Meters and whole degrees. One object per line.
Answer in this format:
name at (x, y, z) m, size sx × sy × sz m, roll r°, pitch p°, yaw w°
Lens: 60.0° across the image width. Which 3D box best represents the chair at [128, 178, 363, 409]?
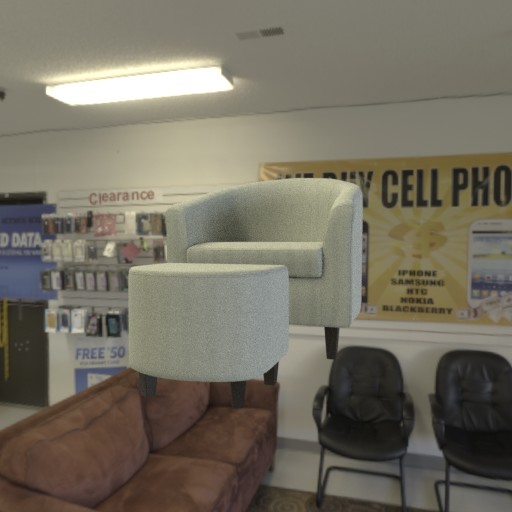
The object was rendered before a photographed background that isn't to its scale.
chair at (0.000, 0.000, 1.710) m, size 0.756 × 0.757 × 1.288 m, roll 1°, pitch 2°, yaw 19°
